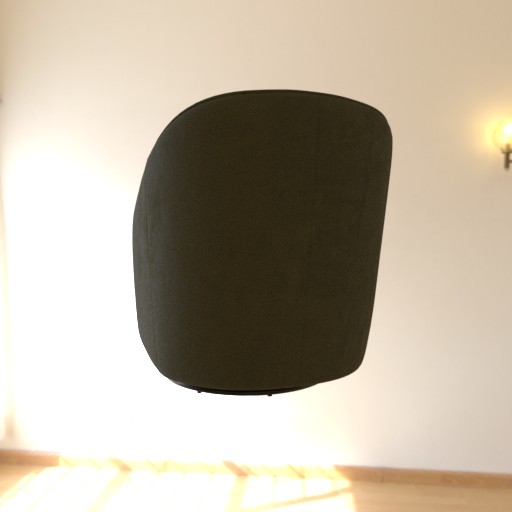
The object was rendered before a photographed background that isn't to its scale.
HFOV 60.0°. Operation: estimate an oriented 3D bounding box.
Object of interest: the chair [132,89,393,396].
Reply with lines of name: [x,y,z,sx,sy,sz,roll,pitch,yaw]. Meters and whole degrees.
chair: [0.000,0.000,1.451,0.747,0.799,0.875,-1,2,-19]
